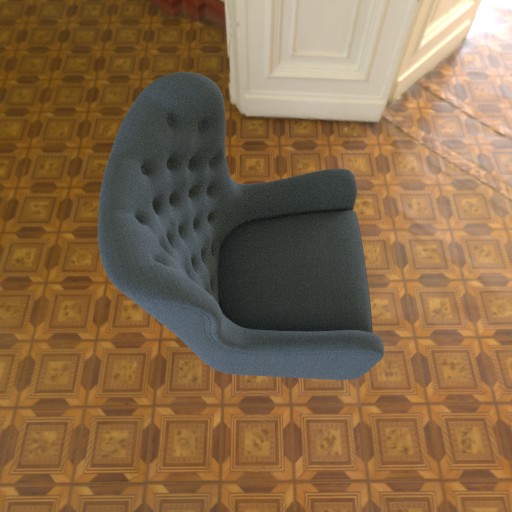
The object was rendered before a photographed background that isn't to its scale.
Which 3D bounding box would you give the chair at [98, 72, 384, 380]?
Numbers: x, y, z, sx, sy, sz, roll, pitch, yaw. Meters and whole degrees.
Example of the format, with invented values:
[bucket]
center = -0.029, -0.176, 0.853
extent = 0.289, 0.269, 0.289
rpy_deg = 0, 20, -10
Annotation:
[chair]
center = 0.000, 0.000, 1.734
extent = 0.930, 1.079, 0.831
rpy_deg = -1, 61, 0
